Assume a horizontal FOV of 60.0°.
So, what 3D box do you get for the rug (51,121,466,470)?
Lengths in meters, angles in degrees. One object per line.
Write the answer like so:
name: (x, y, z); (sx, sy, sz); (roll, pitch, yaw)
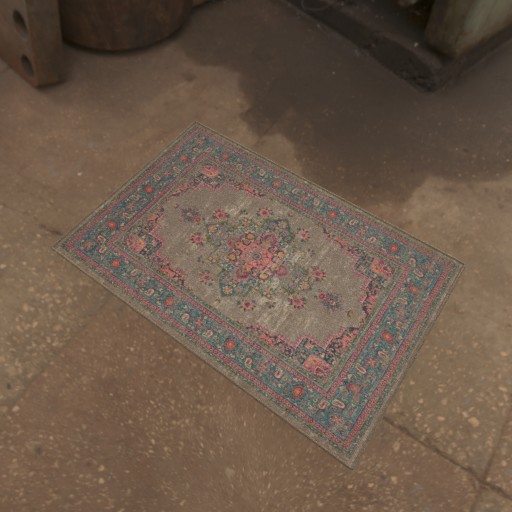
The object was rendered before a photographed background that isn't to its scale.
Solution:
rug: (0.000, 0.000, 2.216); (1.748, 0.014, 1.144); (32, 64, 18)
